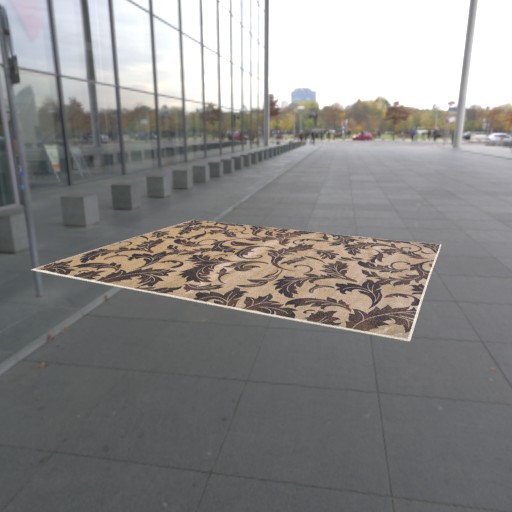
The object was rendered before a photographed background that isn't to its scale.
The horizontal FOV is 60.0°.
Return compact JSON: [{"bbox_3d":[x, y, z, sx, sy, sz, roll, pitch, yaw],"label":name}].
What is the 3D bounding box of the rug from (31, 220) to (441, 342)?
[{"bbox_3d":[0.000,0.000,4.030,2.977,0.008,2.380,7,17,25],"label":"rug"}]
